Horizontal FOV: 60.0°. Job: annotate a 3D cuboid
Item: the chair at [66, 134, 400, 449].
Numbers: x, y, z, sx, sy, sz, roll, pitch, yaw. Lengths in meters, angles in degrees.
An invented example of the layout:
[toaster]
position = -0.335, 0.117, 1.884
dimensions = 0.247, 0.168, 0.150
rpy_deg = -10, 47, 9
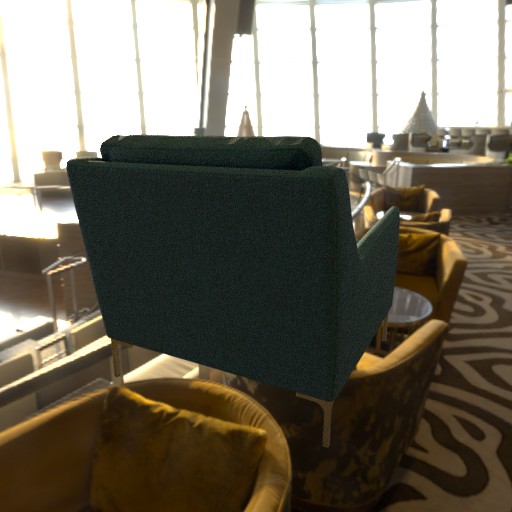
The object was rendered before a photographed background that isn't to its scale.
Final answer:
[chair]
position = 0.000, 0.000, 1.555
dimensions = 0.847, 0.828, 0.849
rpy_deg = 8, 18, 27
